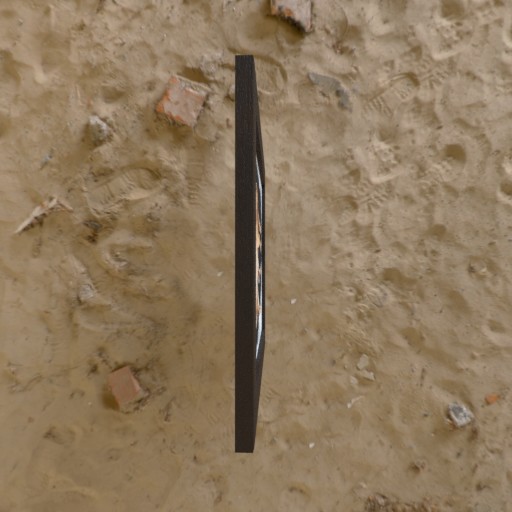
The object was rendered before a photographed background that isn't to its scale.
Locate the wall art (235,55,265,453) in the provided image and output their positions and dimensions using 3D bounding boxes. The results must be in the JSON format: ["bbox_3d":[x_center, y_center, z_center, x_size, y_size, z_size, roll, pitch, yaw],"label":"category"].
[{"bbox_3d":[0.000,0.000,0.656,0.017,0.513,0.359,0,89,2],"label":"wall art"}]
